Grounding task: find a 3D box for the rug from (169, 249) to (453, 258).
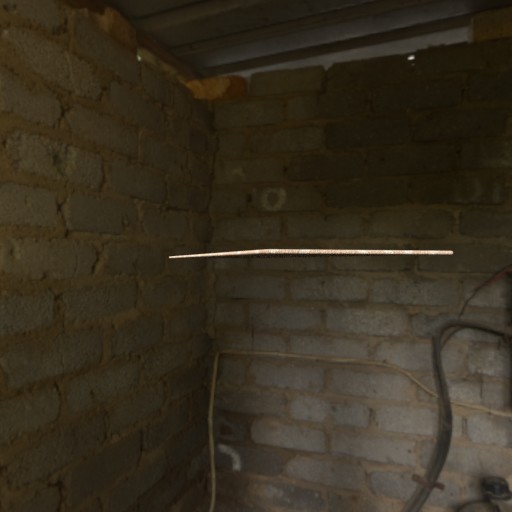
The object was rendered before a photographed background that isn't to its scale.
[{"bbox_3d":[0.000,0.000,2.516,0.691,0.013,2.289,0,-1,-18],"label":"rug"}]
